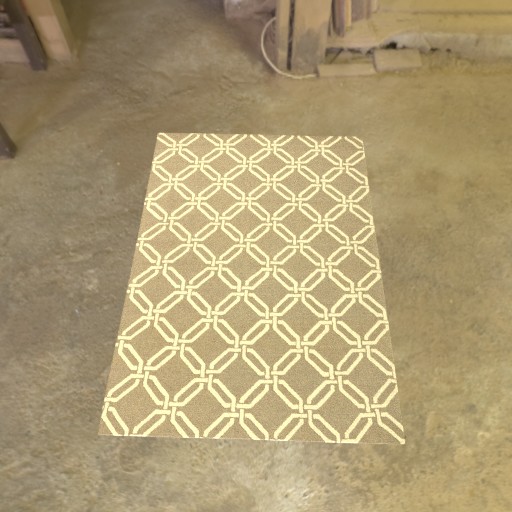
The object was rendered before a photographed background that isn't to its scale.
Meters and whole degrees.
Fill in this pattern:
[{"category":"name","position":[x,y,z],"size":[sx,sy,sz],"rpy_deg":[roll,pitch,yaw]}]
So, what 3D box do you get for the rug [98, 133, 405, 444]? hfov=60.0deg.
[{"category":"rug","position":[0.000,0.000,4.398],"size":[2.441,0.020,3.419],"rpy_deg":[1,58,1]}]
